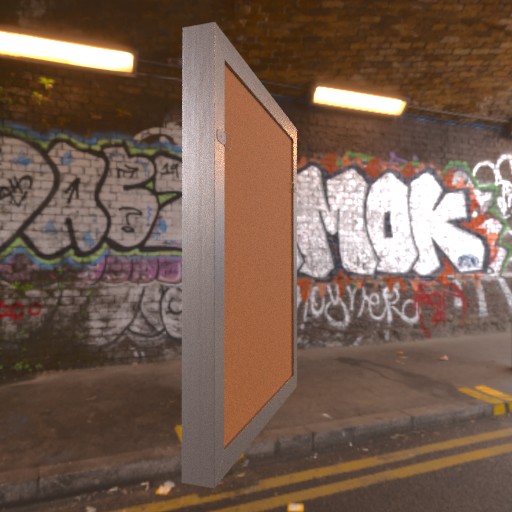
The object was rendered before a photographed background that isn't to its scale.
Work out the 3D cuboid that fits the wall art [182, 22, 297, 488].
[{"bbox_3d":[0.000,0.000,0.510,0.030,0.379,0.308,0,-1,18],"label":"wall art"}]
